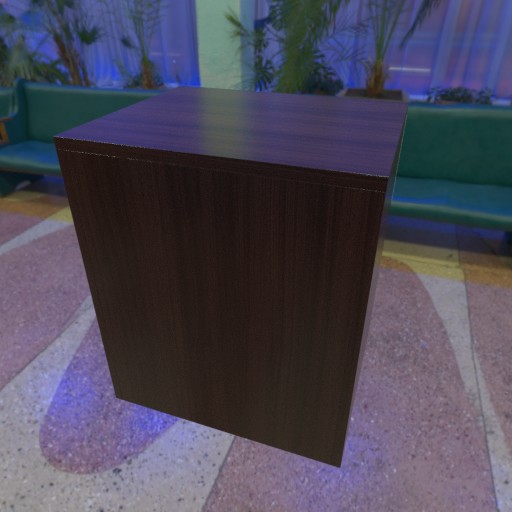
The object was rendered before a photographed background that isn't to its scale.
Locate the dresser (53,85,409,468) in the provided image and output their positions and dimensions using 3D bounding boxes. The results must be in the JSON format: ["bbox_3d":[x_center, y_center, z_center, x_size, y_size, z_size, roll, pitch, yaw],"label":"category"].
[{"bbox_3d":[0.000,0.000,0.752,0.400,0.470,0.360,11,33,17],"label":"dresser"}]
